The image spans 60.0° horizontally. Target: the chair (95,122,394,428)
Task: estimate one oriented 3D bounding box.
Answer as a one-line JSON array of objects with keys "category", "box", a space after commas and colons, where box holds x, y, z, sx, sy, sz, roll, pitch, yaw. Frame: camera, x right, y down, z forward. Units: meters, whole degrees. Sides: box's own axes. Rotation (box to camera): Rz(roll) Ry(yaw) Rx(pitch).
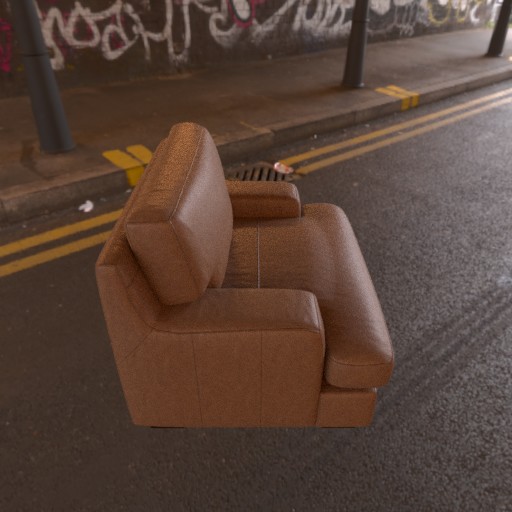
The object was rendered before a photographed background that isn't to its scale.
[{"category": "chair", "box": [0.000, 0.000, 2.054, 1.050, 0.978, 1.276, 0, 33, 0]}]
